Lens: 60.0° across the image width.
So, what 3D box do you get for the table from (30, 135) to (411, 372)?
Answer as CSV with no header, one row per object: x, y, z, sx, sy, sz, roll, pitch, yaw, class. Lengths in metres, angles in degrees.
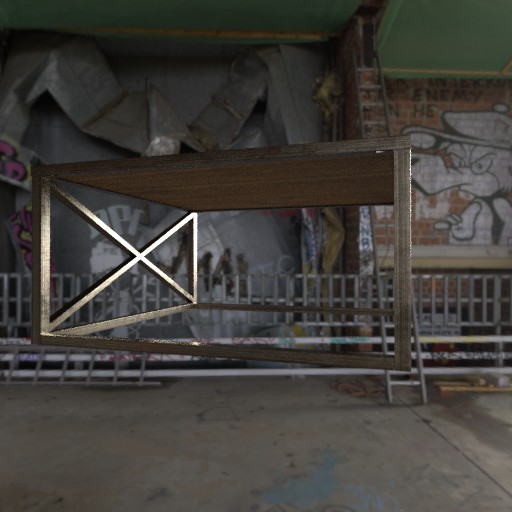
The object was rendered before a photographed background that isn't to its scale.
0.000,0.000,1.407,0.909,0.451,0.899,0,-1,18,table
